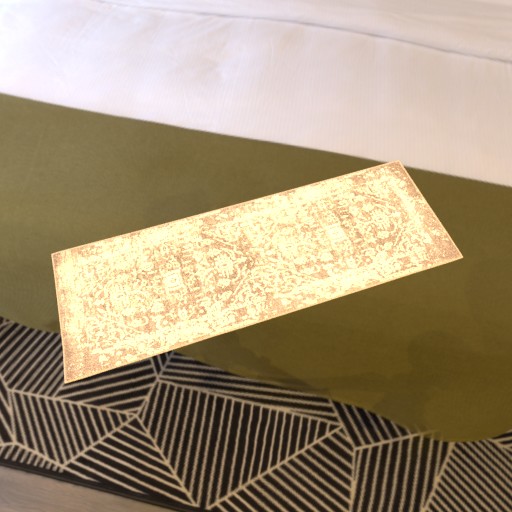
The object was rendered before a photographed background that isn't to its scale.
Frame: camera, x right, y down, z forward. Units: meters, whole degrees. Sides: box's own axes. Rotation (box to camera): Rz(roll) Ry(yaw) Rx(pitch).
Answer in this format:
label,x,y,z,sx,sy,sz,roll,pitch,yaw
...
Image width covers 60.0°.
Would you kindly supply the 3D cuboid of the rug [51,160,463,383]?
label,x,y,z,sx,sy,sz,roll,pitch,yaw
rug,0.000,0.000,2.776,2.452,0.017,0.855,-16,61,-9
